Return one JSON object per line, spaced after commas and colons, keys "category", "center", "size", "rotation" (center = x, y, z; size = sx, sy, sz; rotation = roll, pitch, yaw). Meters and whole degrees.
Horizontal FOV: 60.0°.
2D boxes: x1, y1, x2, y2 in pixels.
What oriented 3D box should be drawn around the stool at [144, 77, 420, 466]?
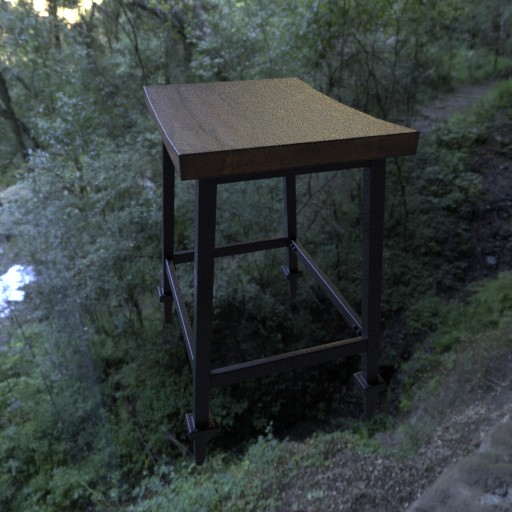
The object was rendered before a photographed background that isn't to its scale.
{"category": "stool", "center": [0.000, 0.000, 0.944], "size": [0.405, 0.625, 0.486], "rotation": [-9, 32, -15]}
